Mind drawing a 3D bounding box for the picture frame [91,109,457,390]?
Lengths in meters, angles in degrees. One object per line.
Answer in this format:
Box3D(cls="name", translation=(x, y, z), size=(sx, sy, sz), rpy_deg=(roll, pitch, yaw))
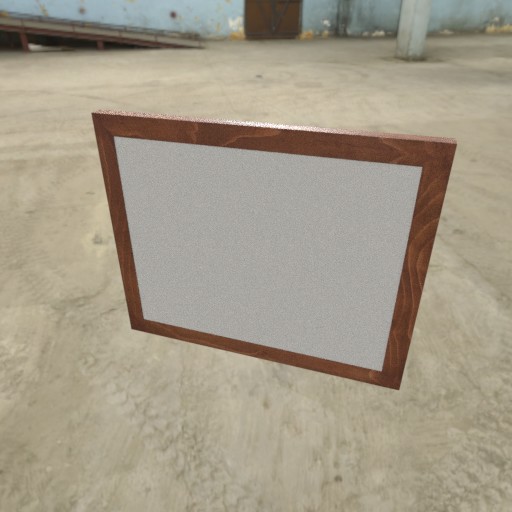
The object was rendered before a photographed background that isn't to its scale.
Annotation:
Box3D(cls="picture frame", translation=(0.000, 0.000, 0.779), size=(0.559, 0.457, 0.025), rpy_deg=(9, 32, 15))
